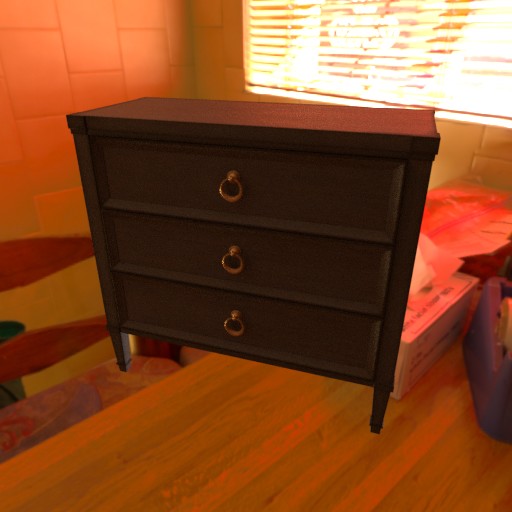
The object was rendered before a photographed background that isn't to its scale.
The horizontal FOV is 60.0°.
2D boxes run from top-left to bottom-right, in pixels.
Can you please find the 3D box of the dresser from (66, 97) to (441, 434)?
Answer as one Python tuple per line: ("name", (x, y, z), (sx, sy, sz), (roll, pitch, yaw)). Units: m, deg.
("dresser", (0.000, 0.000, 1.583), (1.049, 0.986, 0.463), (8, 28, 16))
